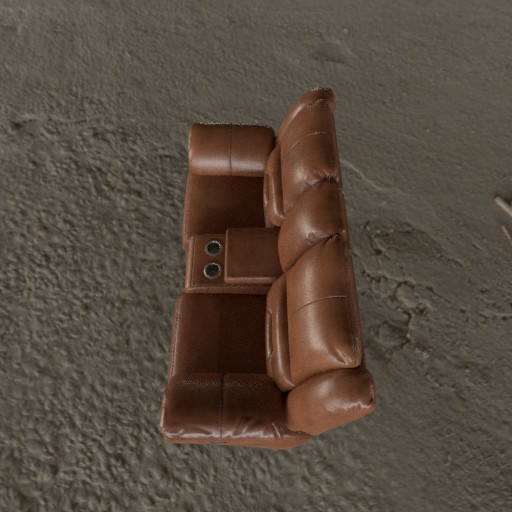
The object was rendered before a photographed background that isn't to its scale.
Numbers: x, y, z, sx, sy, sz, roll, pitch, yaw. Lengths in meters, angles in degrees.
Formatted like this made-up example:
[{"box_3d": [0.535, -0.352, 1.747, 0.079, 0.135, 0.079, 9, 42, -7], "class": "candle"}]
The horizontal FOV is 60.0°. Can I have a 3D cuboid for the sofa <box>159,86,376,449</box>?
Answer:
[{"box_3d": [0.000, 0.000, 2.632, 0.991, 1.043, 2.058, 0, 59, 0], "class": "sofa"}]
